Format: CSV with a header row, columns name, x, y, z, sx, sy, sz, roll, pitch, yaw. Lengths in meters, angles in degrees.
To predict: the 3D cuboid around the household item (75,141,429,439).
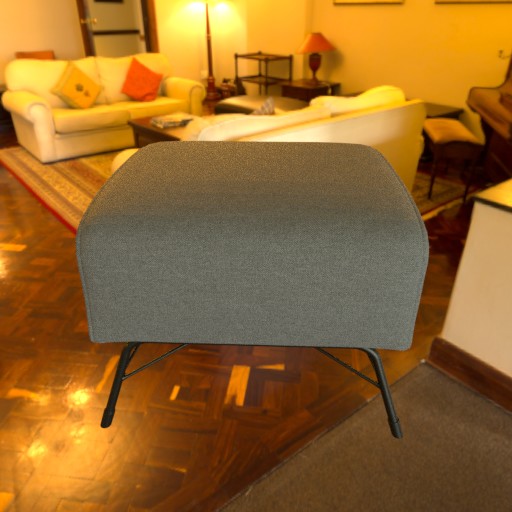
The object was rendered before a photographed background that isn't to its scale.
name,x,y,z,sx,sy,sz,roll,pitch,yaw
household item,0.000,0.000,0.900,0.530,0.410,0.530,1,29,2
